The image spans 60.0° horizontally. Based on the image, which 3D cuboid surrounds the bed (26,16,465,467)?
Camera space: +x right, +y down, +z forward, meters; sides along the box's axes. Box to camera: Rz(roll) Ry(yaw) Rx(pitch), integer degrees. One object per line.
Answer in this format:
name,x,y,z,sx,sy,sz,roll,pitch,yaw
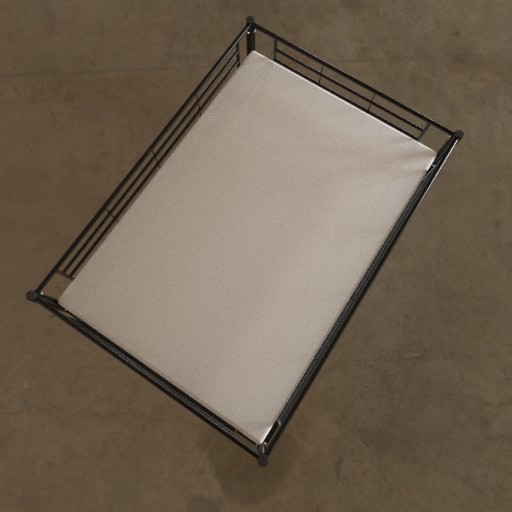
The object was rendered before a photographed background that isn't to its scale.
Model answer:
bed,0.000,0.000,3.134,1.397,1.803,1.994,32,77,8
